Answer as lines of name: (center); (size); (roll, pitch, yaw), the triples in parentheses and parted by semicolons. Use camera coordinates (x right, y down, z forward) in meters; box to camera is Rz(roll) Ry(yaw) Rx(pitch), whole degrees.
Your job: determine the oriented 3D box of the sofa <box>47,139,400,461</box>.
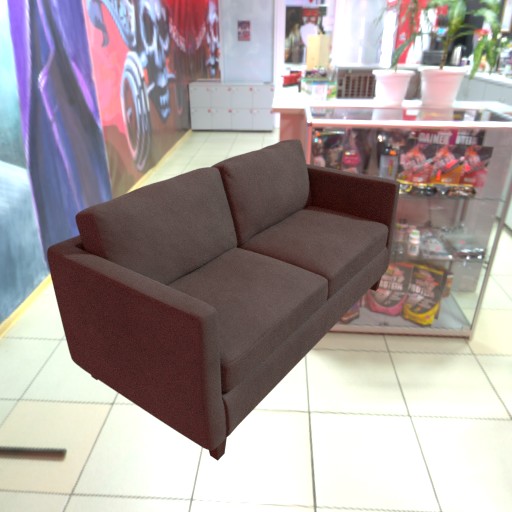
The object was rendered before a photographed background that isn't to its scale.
sofa: (0.000, 0.000, 2.469); (0.950, 0.963, 1.884); (18, 32, 32)
